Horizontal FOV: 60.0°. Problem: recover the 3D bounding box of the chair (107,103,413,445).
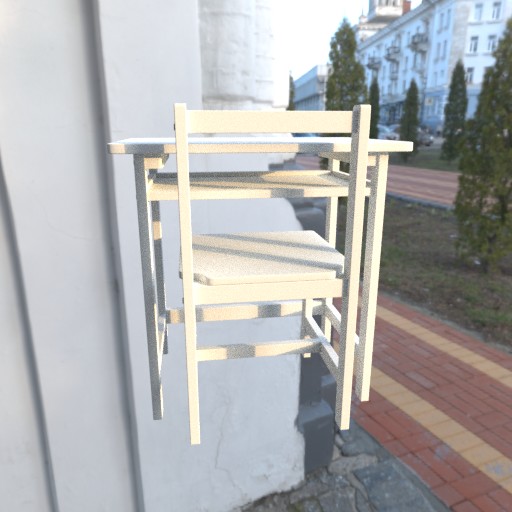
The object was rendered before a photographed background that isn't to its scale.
[{"bbox_3d":[0.000,0.000,1.068,0.599,0.673,0.461,-2,16,-8],"label":"chair"}]
